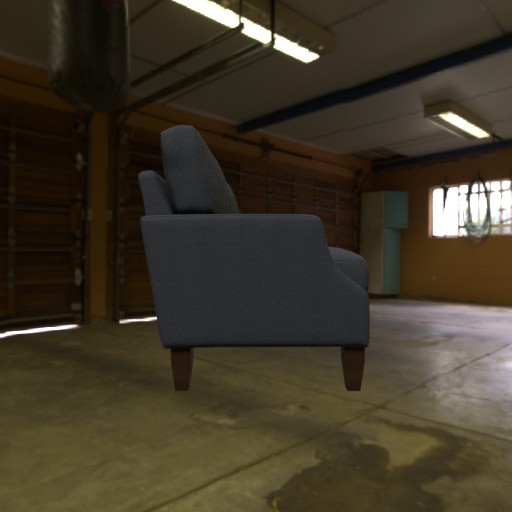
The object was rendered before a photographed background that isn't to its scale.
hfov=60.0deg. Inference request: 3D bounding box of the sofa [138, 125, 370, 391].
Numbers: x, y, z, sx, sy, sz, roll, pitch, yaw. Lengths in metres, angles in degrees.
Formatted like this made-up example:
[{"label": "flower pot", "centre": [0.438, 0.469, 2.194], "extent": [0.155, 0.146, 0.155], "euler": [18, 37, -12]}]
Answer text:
[{"label": "sofa", "centre": [0.000, 0.000, 2.622], "extent": [0.888, 0.984, 2.115], "euler": [0, 0, 0]}]
